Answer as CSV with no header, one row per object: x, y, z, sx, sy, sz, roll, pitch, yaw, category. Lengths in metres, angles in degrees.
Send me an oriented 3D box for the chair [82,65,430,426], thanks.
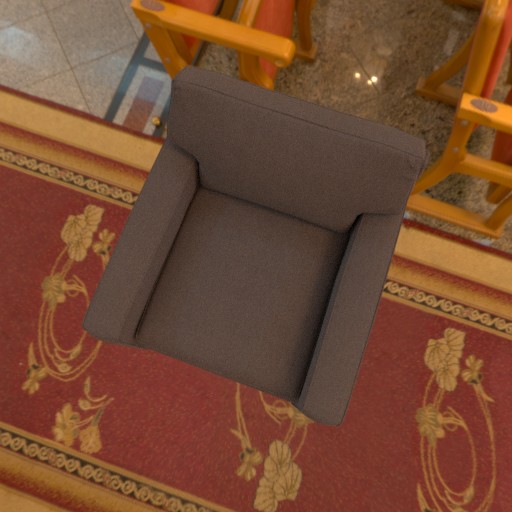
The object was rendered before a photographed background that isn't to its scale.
0.000,0.000,1.807,0.997,0.913,1.043,19,76,5,chair
